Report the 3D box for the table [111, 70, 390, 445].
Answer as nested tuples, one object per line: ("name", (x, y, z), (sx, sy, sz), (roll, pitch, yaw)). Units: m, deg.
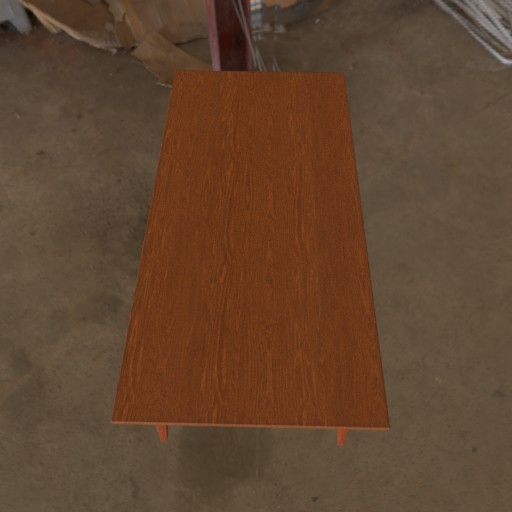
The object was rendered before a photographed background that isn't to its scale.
("table", (0.000, 0.000, 2.020), (0.811, 0.755, 1.609), (1, 59, 1))
